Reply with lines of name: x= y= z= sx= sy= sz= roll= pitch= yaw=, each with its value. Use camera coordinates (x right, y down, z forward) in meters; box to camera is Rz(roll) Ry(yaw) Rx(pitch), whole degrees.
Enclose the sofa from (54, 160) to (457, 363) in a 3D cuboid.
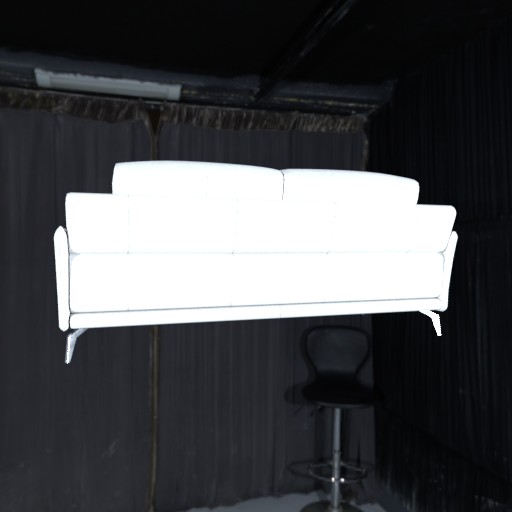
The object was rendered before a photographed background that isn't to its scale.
sofa: x=0.000 y=0.000 z=2.649 sx=2.101 sy=0.930 sz=1.049 roll=0 pitch=1 yaw=-18
